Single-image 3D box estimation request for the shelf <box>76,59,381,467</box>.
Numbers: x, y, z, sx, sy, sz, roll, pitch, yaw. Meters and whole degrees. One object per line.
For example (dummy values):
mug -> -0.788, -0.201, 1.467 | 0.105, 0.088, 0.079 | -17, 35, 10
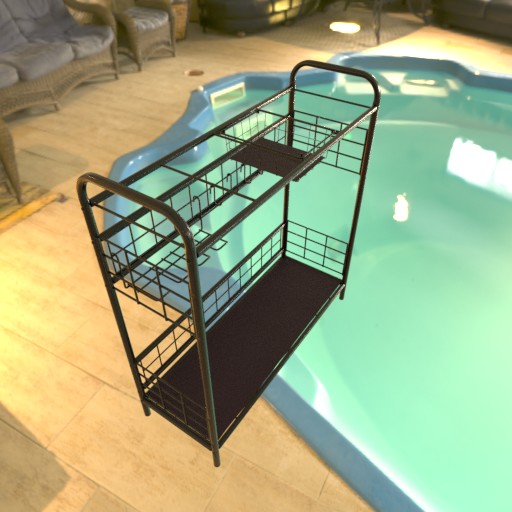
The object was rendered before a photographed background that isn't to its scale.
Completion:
shelf -> 0.000, 0.000, 1.524 | 0.350, 1.026, 0.961 | 24, 46, 26
